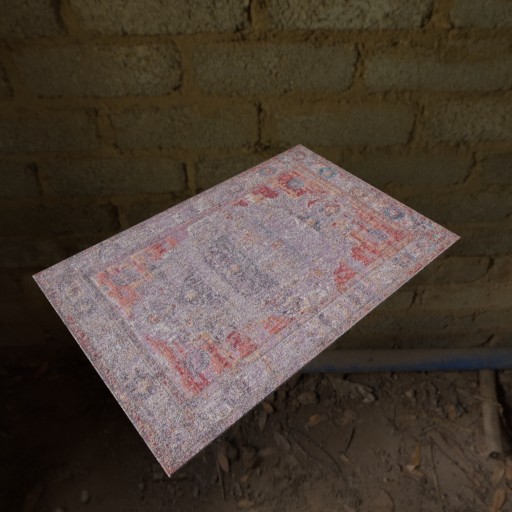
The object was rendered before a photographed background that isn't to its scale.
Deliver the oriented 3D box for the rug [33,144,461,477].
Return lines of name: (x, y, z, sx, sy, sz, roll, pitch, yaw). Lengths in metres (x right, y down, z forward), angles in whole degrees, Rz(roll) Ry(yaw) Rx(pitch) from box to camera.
rug: (0.000, 0.000, 2.255, 1.829, 0.005, 1.219, -32, 53, -27)
